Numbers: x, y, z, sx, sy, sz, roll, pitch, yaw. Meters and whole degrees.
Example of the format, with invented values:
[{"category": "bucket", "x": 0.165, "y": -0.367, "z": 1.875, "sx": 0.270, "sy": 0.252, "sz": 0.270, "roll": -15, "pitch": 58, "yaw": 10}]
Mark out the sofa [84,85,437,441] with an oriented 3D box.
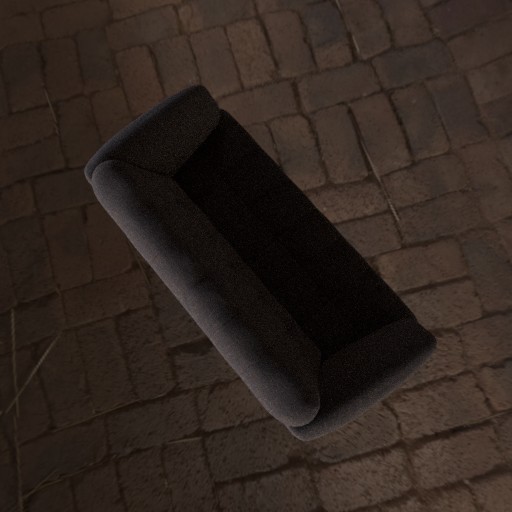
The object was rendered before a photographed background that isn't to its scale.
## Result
[{"category": "sofa", "x": 0.000, "y": 0.000, "z": 2.344, "sx": 0.887, "sy": 0.790, "sz": 1.849, "roll": -39, "pitch": 80, "yaw": -9}]
